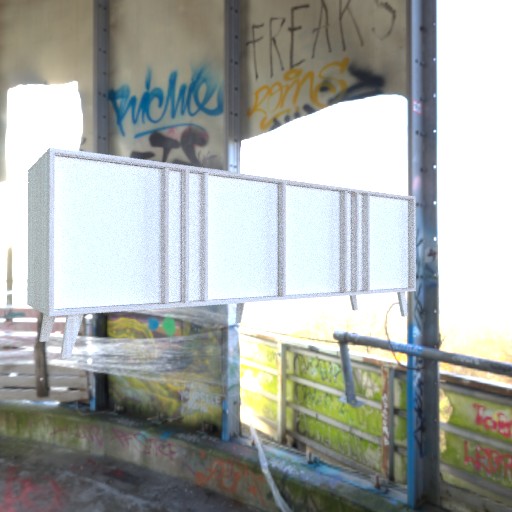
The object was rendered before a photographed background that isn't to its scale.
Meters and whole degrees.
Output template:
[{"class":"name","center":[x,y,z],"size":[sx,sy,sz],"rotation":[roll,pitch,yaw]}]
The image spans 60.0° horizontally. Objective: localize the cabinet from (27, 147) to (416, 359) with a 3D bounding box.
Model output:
[{"class":"cabinet","center":[0.000,0.000,2.449],"size":[2.200,0.780,0.500],"rotation":[0,-1,-36]}]
